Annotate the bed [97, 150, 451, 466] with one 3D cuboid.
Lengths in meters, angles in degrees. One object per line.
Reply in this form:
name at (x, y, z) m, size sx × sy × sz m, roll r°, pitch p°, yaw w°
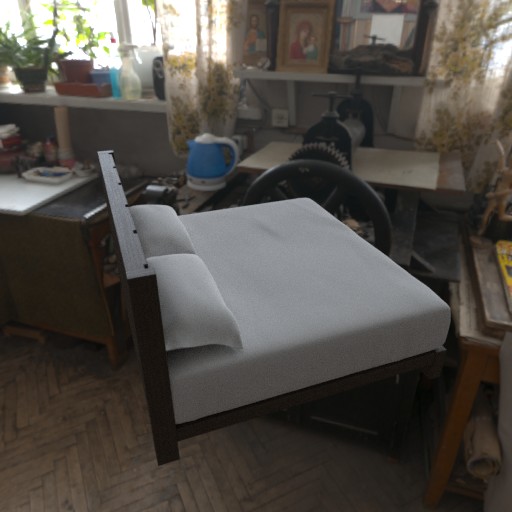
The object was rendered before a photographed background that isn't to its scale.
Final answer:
bed at (0.000, 0.000, 3.429) m, size 2.012 × 1.270 × 2.134 m, roll -10°, pitch 31°, yaw -18°
